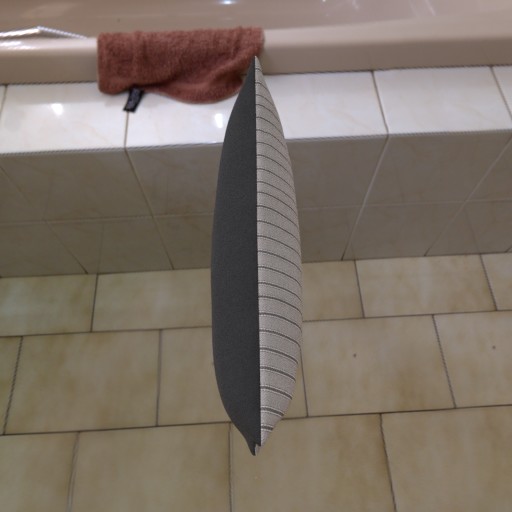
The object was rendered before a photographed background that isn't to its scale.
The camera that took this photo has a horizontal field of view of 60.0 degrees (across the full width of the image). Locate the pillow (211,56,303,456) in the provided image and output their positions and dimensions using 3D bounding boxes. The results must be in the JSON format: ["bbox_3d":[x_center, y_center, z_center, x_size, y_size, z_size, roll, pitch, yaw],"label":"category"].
[{"bbox_3d":[0.000,0.000,0.750,0.151,0.305,0.609,-1,63,0],"label":"pillow"}]
